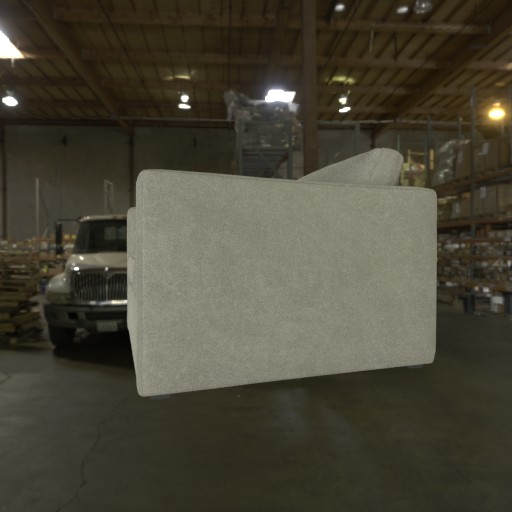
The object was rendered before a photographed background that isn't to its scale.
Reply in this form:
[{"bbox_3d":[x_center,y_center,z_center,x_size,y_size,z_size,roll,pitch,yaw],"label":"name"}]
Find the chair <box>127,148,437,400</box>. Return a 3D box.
[{"bbox_3d":[0.000,0.000,1.936,1.091,0.845,1.190,0,1,-17],"label":"chair"}]
